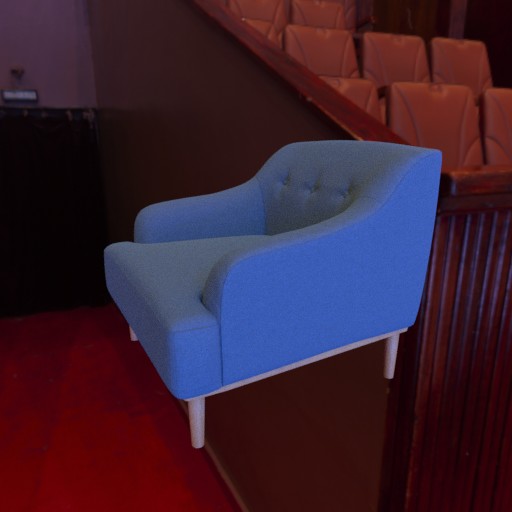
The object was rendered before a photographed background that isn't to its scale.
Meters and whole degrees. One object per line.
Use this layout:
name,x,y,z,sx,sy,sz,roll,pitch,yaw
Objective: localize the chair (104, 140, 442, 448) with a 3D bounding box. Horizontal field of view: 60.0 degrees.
chair,0.000,0.000,1.635,0.951,0.818,0.946,-8,17,-27
